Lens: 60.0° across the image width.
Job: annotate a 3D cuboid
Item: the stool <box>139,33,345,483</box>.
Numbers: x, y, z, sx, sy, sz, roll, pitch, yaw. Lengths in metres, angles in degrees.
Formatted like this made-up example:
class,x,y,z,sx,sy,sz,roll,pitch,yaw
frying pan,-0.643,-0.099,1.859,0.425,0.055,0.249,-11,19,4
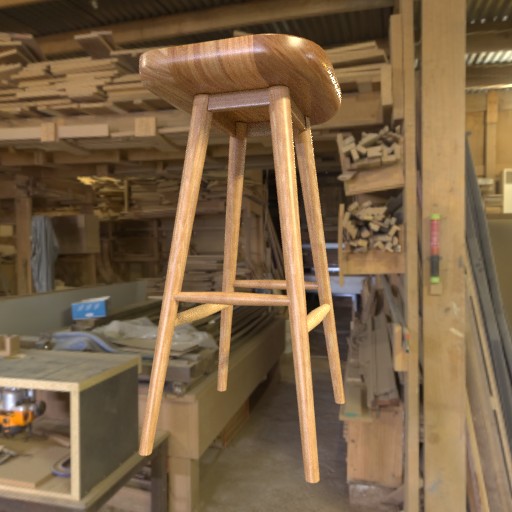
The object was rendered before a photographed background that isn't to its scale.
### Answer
class,x,y,z,sx,sy,sz,roll,pitch,yaw
stool,0.000,0.000,0.908,0.322,0.698,0.407,0,1,18
